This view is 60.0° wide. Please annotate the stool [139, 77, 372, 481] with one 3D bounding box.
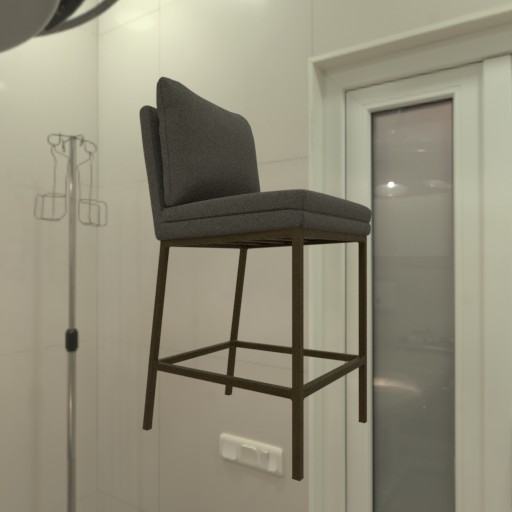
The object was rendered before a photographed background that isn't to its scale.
[{"bbox_3d":[0.000,0.000,1.346,0.569,1.030,0.463,0,0,34],"label":"stool"}]
